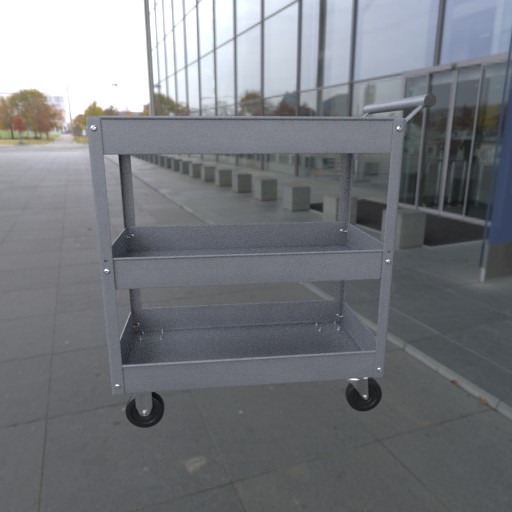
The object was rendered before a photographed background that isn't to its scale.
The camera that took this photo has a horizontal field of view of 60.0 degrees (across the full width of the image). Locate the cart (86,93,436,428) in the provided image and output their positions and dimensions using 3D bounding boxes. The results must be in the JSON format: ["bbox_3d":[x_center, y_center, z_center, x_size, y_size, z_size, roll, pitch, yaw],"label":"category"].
[{"bbox_3d":[0.000,0.000,1.163,0.719,0.780,0.366,-2,15,-7],"label":"cart"}]
